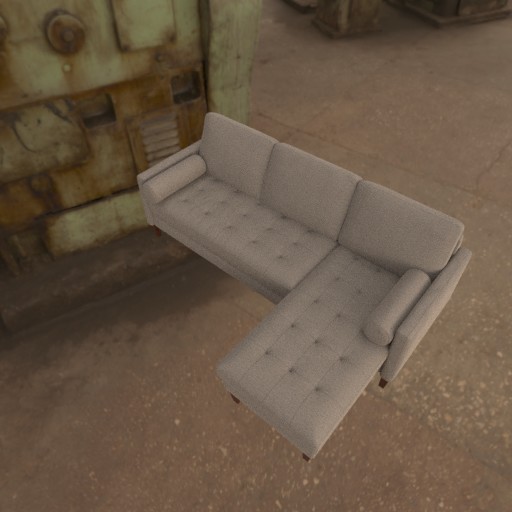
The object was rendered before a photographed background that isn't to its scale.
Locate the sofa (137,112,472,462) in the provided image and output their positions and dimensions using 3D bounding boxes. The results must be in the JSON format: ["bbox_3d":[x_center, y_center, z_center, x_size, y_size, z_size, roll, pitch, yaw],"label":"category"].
[{"bbox_3d":[0.000,0.000,2.886,2.178,0.875,1.506,31,54,27],"label":"sofa"}]
